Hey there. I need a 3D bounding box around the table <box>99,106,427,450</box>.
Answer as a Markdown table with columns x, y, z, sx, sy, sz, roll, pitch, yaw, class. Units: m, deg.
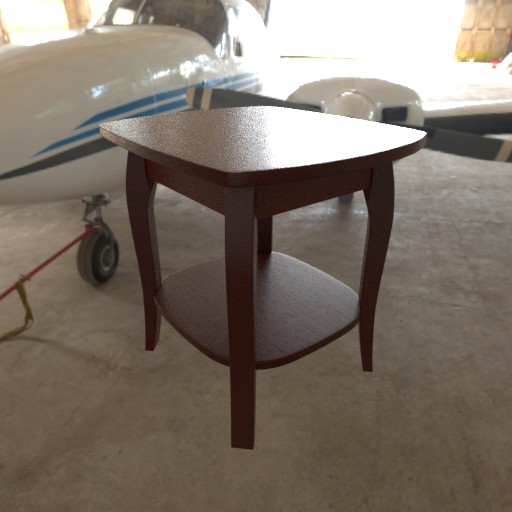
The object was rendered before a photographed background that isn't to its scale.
| x | y | z | sx | sy | sz | roll | pitch | yaw | class |
| --- | --- | --- | --- | --- | --- | --- | --- | --- | --- |
| 0.000 | 0.000 | 0.881 | 0.433 | 0.496 | 0.502 | -19 | 32 | -34 | table |
